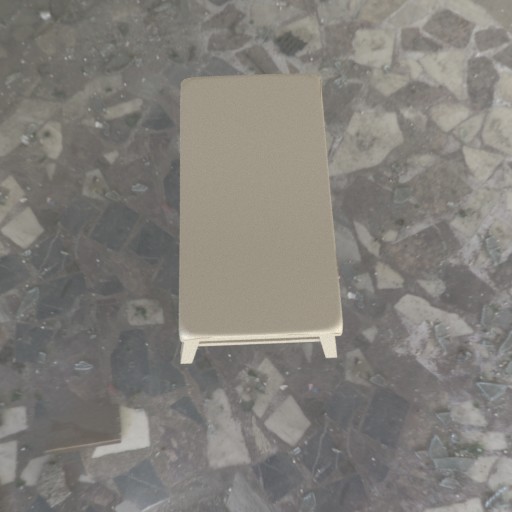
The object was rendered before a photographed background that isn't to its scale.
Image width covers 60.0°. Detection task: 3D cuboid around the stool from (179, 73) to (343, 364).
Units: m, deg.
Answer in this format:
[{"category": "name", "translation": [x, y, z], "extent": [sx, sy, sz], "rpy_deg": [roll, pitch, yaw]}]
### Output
[{"category": "stool", "translation": [0.000, 0.000, 1.054], "extent": [0.476, 0.737, 0.457], "rpy_deg": [-2, 75, -1]}]
